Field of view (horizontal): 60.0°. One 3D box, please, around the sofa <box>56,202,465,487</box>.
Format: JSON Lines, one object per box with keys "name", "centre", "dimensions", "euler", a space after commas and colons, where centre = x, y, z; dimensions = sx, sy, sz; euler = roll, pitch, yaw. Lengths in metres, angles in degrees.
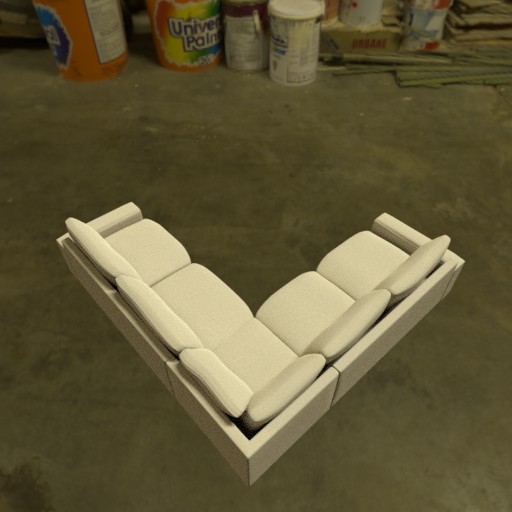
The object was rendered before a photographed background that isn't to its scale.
{"name": "sofa", "centre": [0.000, 0.000, 4.849], "dimensions": [3.066, 0.918, 3.206], "euler": [-34, 56, -27]}
